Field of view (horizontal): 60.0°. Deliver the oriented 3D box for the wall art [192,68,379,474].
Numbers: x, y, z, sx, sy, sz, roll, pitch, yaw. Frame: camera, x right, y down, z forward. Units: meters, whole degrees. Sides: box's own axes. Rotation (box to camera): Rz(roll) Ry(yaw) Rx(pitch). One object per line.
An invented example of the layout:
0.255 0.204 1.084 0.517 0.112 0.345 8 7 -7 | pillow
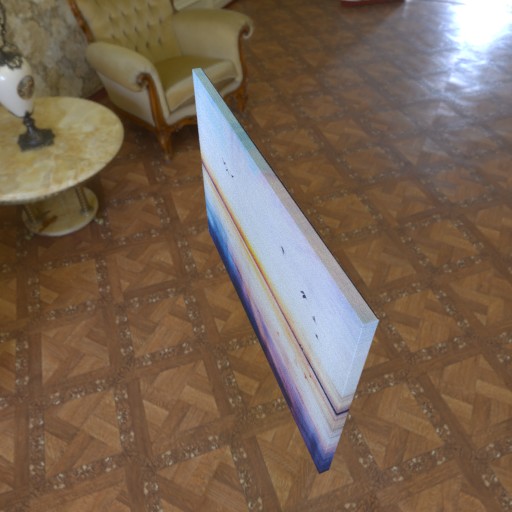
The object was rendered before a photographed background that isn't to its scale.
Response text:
0.000 0.000 1.421 0.034 0.756 1.137 -15 48 -14 | wall art
